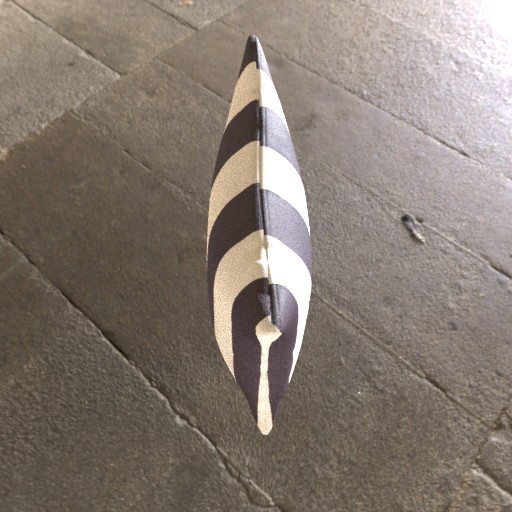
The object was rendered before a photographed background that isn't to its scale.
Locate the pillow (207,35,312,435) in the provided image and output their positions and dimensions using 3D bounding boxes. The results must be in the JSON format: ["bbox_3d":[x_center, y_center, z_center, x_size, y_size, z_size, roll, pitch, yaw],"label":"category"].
[{"bbox_3d":[0.000,0.000,0.812,0.189,0.526,0.536,-3,59,-2],"label":"pillow"}]
